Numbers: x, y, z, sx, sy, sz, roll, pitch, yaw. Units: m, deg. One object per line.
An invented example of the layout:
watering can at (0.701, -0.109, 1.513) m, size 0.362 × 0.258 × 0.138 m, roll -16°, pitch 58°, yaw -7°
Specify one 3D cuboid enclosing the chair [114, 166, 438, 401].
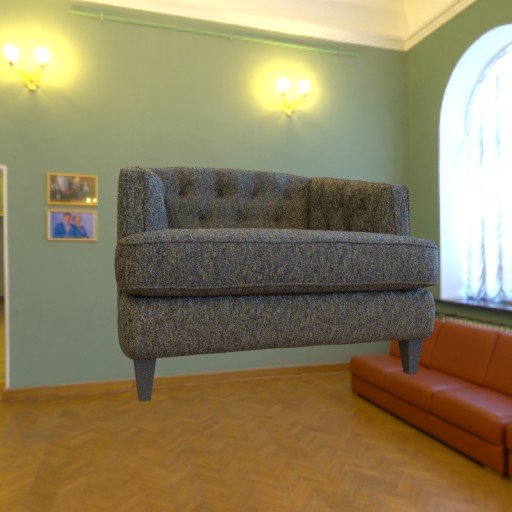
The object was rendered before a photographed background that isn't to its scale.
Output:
chair at (0.000, 0.000, 1.803) m, size 1.104 × 0.852 × 0.941 m, roll 0°, pitch 0°, yaw -18°
